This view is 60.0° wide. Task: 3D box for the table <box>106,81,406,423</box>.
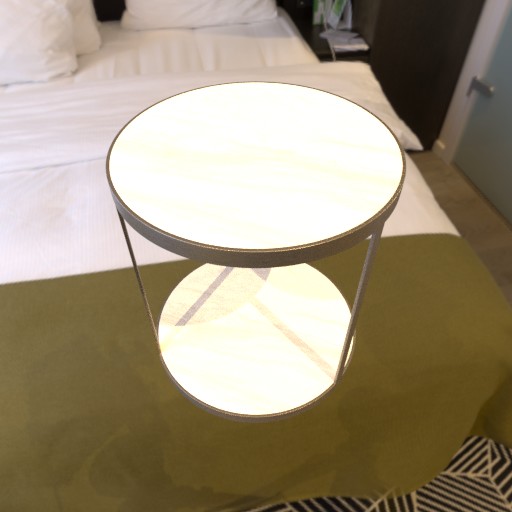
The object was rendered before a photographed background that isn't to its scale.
[{"bbox_3d":[0.000,0.000,0.845,0.445,0.479,0.445,0,46,0],"label":"table"}]
